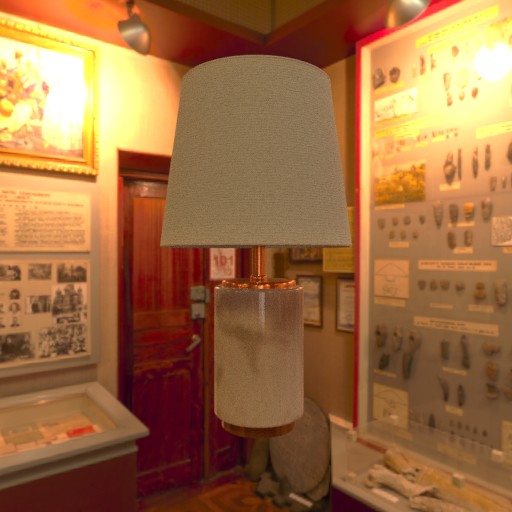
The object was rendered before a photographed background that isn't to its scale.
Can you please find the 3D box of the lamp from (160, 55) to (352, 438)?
[{"bbox_3d":[0.000,0.000,0.448,0.189,0.340,0.189,0,0,0],"label":"lamp"}]
